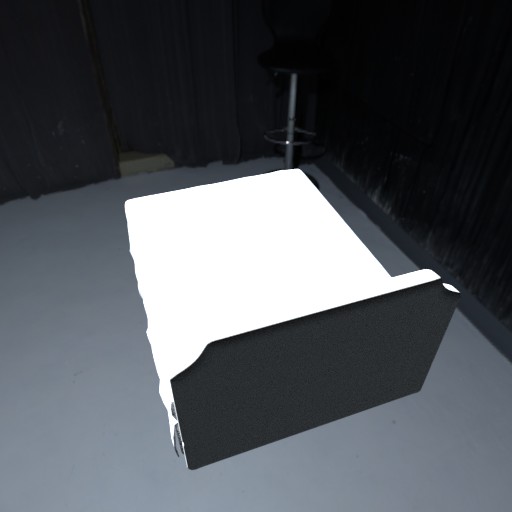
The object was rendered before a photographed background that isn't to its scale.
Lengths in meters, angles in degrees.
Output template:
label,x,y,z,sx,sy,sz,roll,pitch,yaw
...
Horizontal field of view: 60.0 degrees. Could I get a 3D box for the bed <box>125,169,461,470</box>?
label,x,y,z,sx,sy,sz,roll,pitch,yaw
bed,0.000,0.000,3.646,1.977,1.293,2.498,-13,43,-15
